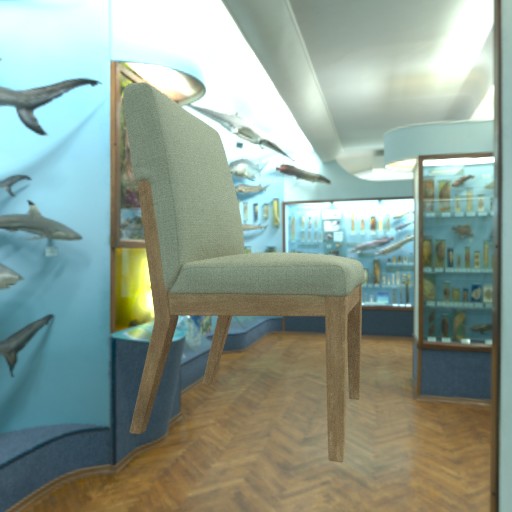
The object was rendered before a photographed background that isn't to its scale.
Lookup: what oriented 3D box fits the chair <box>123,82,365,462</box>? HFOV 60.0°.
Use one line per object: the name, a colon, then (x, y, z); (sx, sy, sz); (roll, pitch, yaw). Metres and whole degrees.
chair: (0.000, 0.000, 1.285); (0.586, 0.911, 0.507); (0, 0, 18)
